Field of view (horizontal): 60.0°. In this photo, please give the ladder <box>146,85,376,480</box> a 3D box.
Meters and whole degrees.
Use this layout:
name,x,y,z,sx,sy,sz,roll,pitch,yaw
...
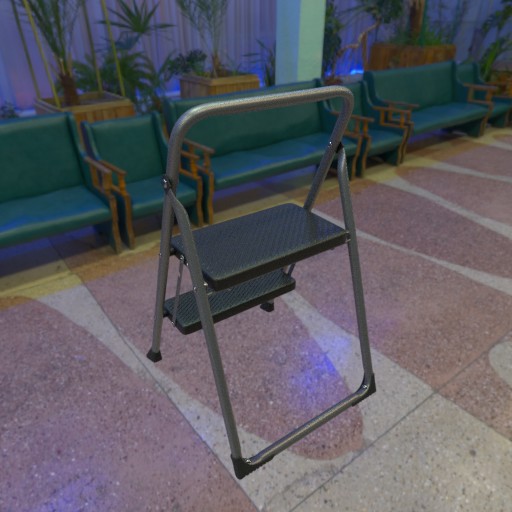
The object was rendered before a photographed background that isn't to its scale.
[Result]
name,x,y,z,sx,sy,sz,roll,pitch,yaw
ladder,0.000,0.000,1.002,0.430,0.720,0.472,-20,35,-30
